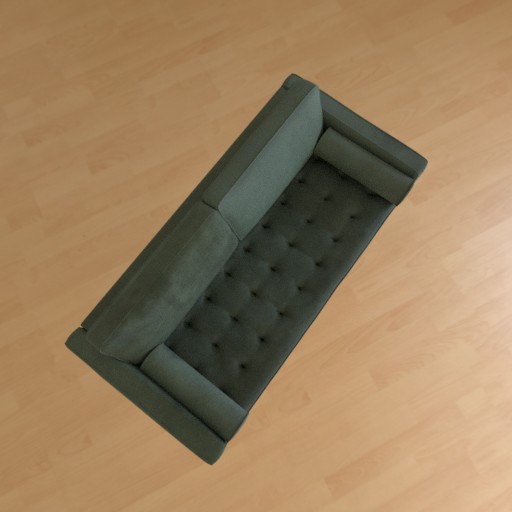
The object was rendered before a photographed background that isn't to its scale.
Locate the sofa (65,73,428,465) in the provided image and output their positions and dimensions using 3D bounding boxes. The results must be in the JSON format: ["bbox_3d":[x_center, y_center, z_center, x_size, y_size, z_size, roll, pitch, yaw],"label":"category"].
[{"bbox_3d":[0.000,0.000,2.377,0.916,0.772,1.880,36,79,8],"label":"sofa"}]
